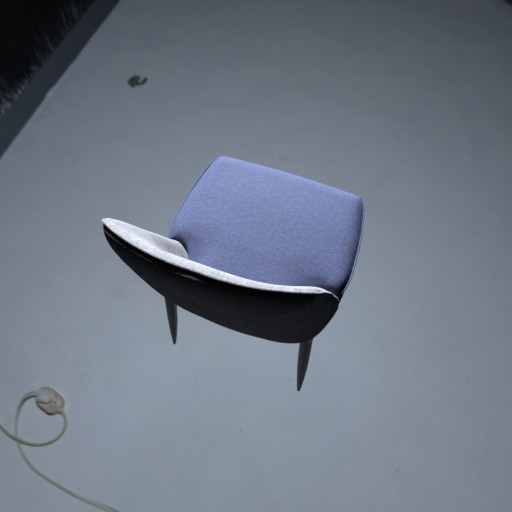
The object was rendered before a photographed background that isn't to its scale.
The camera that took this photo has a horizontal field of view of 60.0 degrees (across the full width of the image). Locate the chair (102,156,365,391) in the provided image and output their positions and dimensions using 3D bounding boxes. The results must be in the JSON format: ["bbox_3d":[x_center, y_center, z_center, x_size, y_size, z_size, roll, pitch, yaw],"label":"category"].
[{"bbox_3d":[0.000,0.000,1.125,0.488,0.855,0.550,18,64,9],"label":"chair"}]
